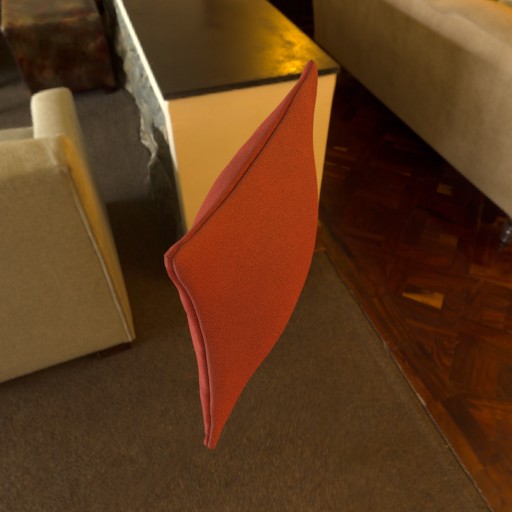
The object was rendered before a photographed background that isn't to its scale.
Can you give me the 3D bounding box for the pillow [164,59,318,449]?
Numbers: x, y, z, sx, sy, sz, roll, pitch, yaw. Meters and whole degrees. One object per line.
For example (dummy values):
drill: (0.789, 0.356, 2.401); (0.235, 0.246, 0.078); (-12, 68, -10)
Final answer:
pillow: (0.000, 0.000, 0.656); (0.151, 0.416, 0.435); (16, 48, 15)
